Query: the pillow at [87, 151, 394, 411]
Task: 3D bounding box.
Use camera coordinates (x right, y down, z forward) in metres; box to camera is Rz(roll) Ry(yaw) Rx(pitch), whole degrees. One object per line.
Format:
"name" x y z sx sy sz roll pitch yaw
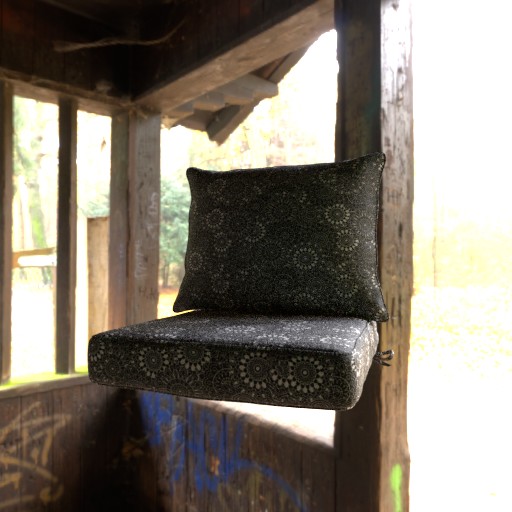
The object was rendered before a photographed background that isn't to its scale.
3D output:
"pillow" 0.000 0.000 1.368 0.798 0.722 0.740 0 -1 19
